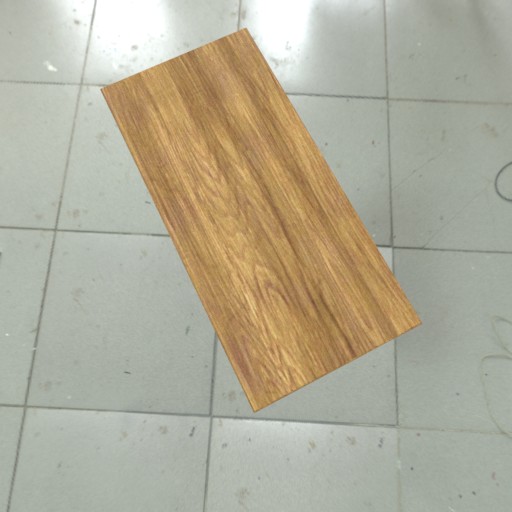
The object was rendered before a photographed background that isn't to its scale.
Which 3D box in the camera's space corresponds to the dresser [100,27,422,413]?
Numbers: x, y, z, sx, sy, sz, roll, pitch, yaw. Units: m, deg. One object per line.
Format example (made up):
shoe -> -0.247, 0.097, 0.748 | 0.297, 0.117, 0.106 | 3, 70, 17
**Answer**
dresser -> 0.000, 0.000, 1.990 | 0.558, 1.431, 1.081 | -26, 77, -6
